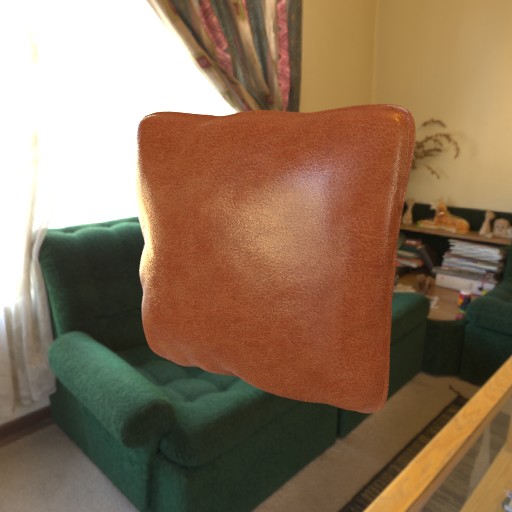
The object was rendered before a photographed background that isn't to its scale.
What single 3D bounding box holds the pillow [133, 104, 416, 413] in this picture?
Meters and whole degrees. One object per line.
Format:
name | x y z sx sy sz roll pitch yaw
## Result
pillow | 0.000 0.000 0.826 0.532 0.523 0.236 8 17 27
